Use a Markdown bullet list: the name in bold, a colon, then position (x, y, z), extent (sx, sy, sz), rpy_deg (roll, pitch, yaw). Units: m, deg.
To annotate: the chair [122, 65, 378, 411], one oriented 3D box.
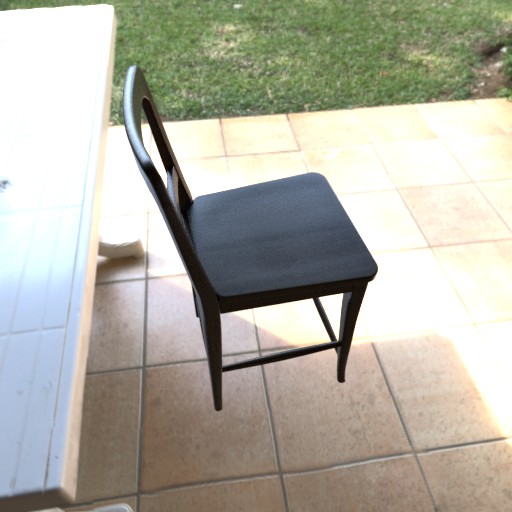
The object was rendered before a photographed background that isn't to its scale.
- **chair**: position (0.000, 0.000, 1.279), extent (0.546, 0.991, 0.450), rpy_deg (-11, 48, -10)
